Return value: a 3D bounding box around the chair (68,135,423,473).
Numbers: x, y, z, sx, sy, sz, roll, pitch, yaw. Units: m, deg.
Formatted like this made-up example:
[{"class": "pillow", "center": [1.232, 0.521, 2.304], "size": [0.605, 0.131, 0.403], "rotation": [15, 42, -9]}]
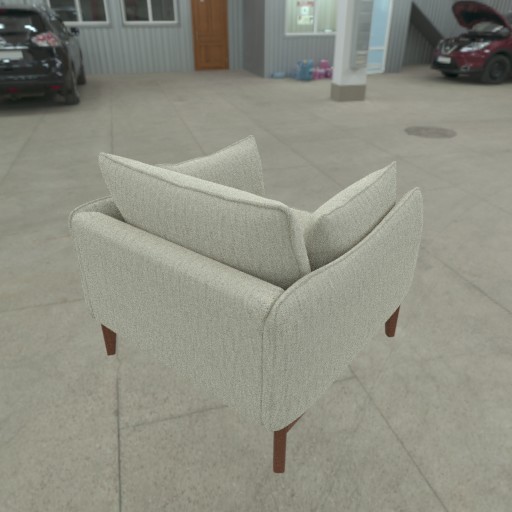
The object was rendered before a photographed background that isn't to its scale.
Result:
[{"class": "chair", "center": [0.000, 0.000, 1.724], "size": [0.994, 0.855, 0.991], "rotation": [21, 35, 33]}]
